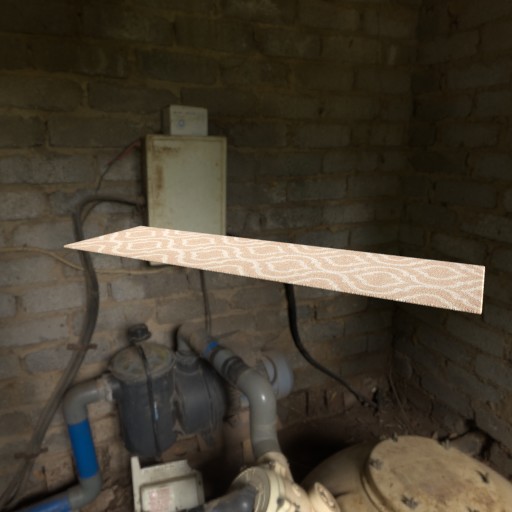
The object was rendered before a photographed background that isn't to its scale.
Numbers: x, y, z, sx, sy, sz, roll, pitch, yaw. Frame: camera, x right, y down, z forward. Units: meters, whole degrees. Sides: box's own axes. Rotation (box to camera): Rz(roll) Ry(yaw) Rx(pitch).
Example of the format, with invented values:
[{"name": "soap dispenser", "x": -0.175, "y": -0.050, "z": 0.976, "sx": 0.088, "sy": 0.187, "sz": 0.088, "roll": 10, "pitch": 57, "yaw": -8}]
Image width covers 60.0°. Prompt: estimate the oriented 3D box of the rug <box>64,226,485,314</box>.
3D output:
[{"name": "rug", "x": 0.000, "y": 0.000, "z": 2.489, "sx": 2.289, "sy": 0.013, "sz": 0.691, "roll": 8, "pitch": 17, "yaw": 26}]
